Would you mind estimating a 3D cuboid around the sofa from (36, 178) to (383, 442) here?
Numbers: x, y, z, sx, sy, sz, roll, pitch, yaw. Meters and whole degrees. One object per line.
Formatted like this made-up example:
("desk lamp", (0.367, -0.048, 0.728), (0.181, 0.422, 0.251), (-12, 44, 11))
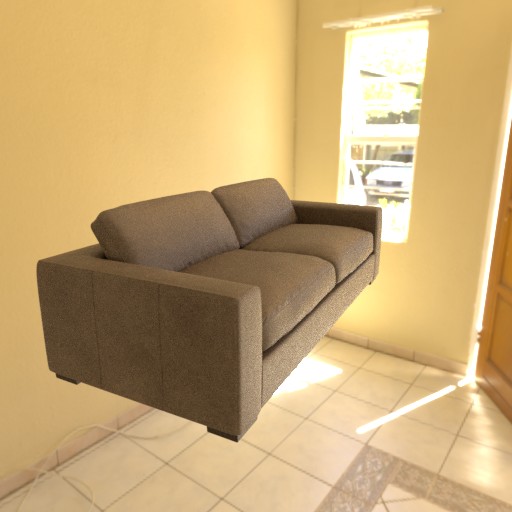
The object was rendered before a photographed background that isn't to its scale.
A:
("sofa", (0.000, 0.000, 2.725), (1.070, 0.801, 2.262), (8, 17, 27))
